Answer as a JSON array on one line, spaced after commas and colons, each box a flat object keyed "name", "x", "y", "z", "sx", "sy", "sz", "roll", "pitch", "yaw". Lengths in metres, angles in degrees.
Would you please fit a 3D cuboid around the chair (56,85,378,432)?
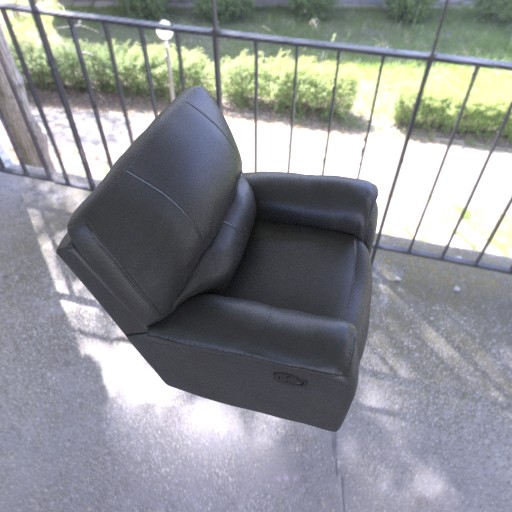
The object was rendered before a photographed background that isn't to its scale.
[{"name": "chair", "x": 0.000, "y": 0.000, "z": 1.955, "sx": 1.087, "sy": 1.109, "sz": 1.096, "roll": 11, "pitch": 47, "yaw": 10}]
